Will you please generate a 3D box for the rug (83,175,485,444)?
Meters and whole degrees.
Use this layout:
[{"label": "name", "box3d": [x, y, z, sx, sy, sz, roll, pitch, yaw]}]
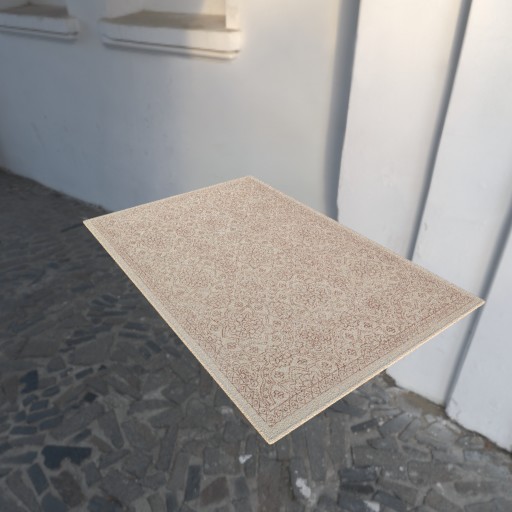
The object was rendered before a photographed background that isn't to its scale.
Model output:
[{"label": "rug", "box3d": [0.000, 0.000, 2.308, 1.219, 0.010, 1.829, -21, 38, -30]}]
